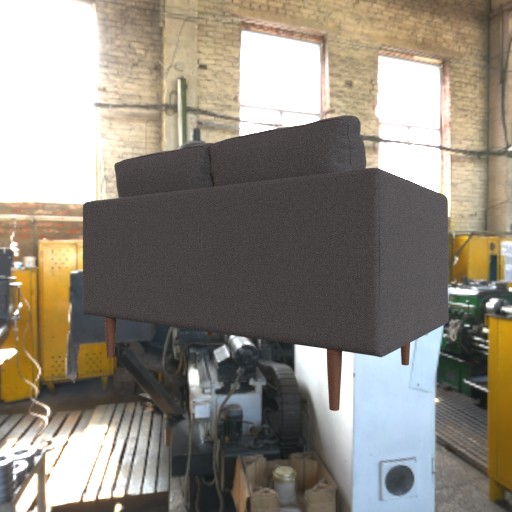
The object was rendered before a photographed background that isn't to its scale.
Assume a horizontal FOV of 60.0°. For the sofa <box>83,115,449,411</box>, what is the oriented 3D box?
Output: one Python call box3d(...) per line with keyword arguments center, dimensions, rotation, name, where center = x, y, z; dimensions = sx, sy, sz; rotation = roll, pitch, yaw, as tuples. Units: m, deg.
box3d(center=(0.000, 0.000, 1.939), dimensions=(1.430, 0.908, 0.796), rotation=(0, 1, 36), name="sofa")
